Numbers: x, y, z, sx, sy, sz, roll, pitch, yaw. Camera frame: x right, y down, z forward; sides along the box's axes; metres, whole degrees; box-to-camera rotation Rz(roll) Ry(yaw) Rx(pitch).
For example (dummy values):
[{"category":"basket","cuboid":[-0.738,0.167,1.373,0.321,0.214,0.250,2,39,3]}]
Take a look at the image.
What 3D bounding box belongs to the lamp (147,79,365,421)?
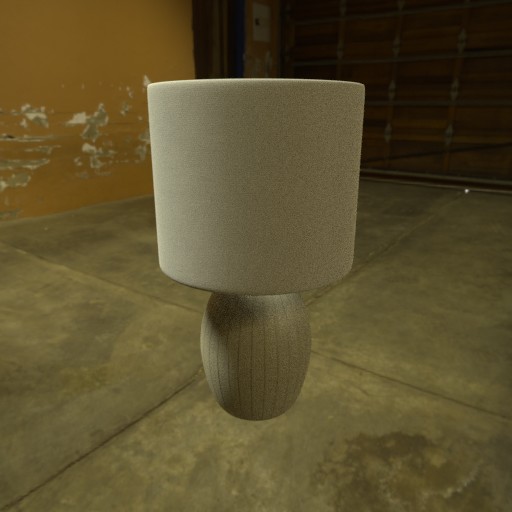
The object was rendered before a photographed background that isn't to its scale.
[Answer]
[{"category":"lamp","cuboid":[0.000,0.000,0.768,0.329,0.570,0.329,-3,18,-9]}]
